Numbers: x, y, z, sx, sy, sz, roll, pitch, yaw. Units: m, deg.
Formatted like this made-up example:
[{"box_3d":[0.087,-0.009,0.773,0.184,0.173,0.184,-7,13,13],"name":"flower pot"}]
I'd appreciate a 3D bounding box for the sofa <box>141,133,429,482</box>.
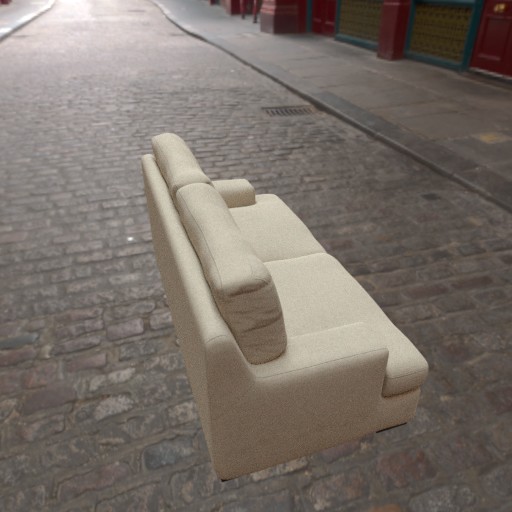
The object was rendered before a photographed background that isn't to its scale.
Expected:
[{"box_3d":[0.000,0.000,2.420,0.962,0.967,1.885,-10,33,-16],"name":"sofa"}]
